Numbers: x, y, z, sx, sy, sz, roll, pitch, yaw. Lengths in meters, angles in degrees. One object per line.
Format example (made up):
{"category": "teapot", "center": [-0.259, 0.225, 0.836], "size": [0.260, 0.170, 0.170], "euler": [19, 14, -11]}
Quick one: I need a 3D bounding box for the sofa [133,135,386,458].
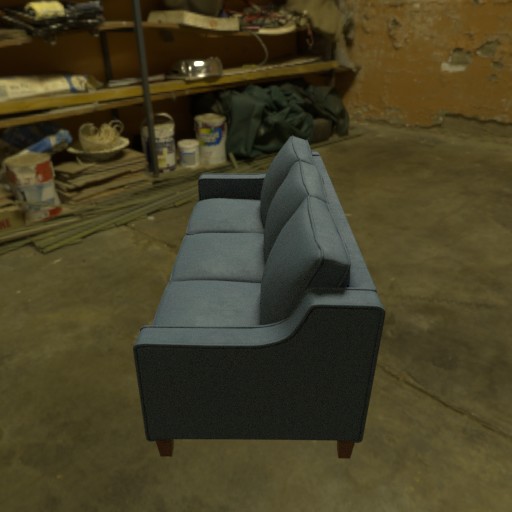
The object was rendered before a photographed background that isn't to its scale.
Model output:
{"category": "sofa", "center": [0.000, 0.000, 2.539], "size": [0.911, 0.974, 1.986], "euler": [0, 28, 1]}
